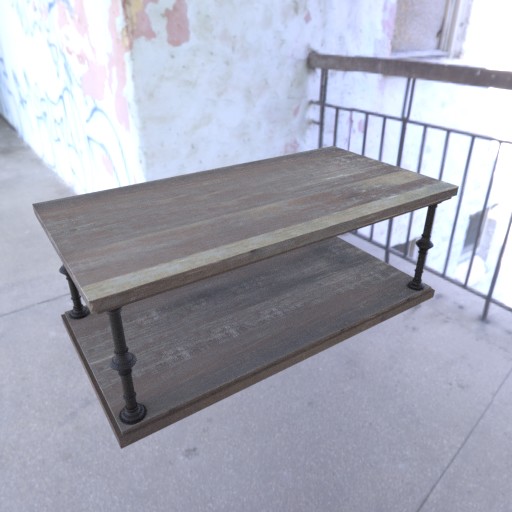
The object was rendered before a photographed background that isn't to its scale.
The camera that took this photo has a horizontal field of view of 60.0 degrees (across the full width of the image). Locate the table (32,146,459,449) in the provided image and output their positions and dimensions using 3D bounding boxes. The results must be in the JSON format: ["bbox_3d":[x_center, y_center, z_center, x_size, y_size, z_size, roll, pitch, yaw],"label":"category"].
[{"bbox_3d":[0.000,0.000,1.358,1.088,0.399,0.554,-18,33,-29],"label":"table"}]
